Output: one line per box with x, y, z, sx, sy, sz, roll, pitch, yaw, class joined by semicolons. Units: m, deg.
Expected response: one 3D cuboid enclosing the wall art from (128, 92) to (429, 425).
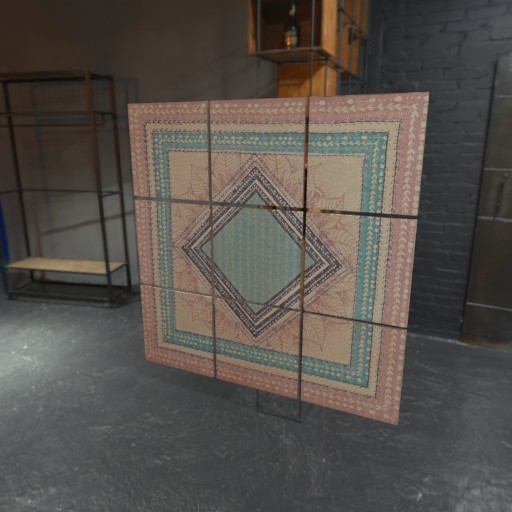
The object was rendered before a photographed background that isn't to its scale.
0.000;0.000;1.812;1.215;1.213;0.013;7;16;24;wall art
